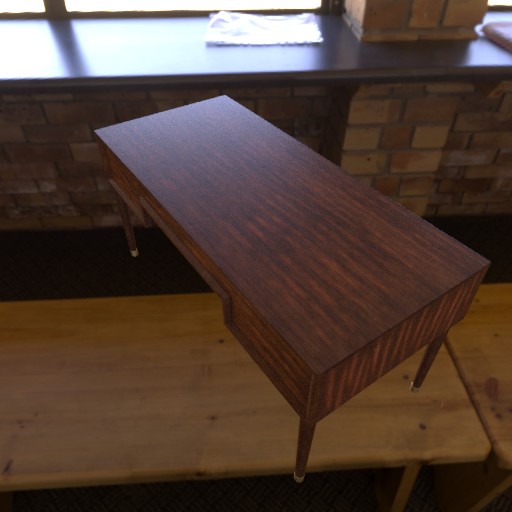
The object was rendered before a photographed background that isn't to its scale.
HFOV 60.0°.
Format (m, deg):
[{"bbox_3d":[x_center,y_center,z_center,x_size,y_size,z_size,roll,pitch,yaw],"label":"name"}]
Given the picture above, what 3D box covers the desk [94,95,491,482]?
[{"bbox_3d":[0.000,0.000,1.971,0.724,0.762,1.575,-25,48,-25],"label":"desk"}]
